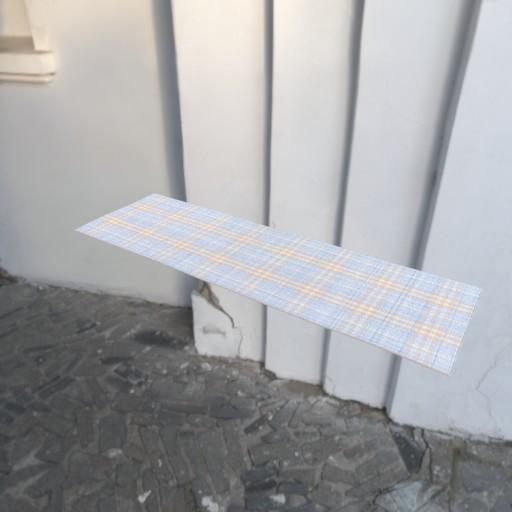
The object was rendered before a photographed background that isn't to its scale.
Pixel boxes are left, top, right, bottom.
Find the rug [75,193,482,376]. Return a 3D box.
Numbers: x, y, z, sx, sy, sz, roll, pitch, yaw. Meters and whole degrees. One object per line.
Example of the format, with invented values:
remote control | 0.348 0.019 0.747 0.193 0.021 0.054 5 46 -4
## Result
rug | 0.000 0.000 2.703 2.439 0.013 0.762 18 35 28
